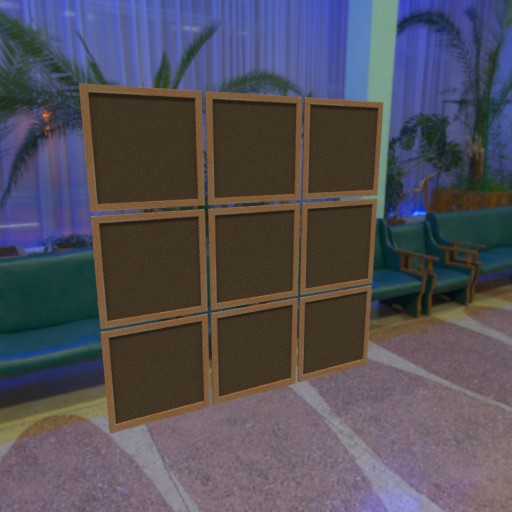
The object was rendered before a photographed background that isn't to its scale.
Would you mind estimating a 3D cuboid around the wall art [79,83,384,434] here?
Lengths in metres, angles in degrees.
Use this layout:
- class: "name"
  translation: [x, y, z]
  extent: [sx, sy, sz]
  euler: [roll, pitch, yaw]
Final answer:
- class: "wall art"
  translation: [0.000, 0.000, 2.211]
  extent: [1.520, 1.525, 0.013]
  euler: [-7, 15, -26]
